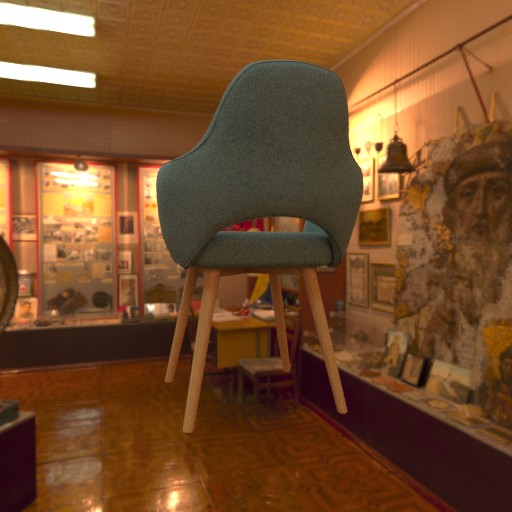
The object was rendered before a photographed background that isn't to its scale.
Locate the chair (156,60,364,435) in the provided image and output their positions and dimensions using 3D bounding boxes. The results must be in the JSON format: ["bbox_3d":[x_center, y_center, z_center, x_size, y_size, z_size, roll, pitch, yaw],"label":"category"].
[{"bbox_3d":[0.000,0.000,1.334,0.589,0.920,0.666,0,1,-17],"label":"chair"}]
